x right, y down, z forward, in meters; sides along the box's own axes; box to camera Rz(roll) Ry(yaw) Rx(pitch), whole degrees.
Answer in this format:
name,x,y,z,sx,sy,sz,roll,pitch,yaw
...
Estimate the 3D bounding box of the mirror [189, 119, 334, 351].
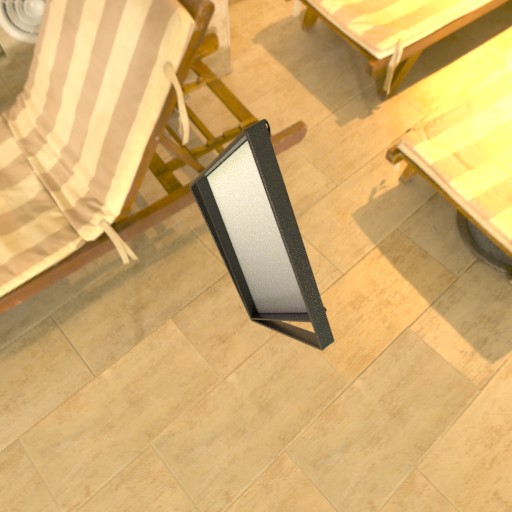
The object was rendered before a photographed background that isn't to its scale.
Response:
name,x,y,z,sx,sy,sz,roll,pitch,yaw
mirror,0.000,0.000,0.824,0.032,0.679,0.419,-33,67,-16
